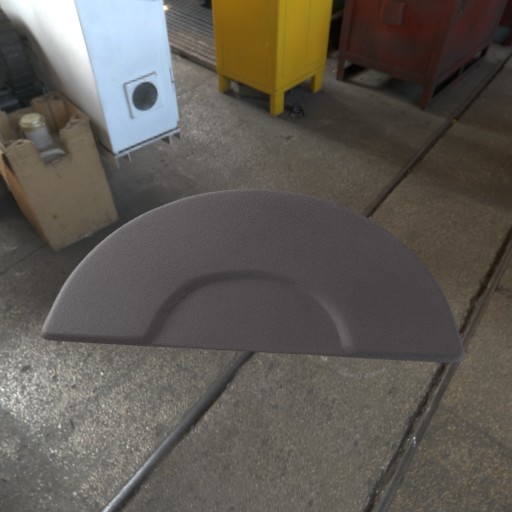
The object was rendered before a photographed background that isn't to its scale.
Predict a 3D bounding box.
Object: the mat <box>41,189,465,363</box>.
[{"bbox_3d":[0.000,0.000,1.869,1.525,0.022,0.917,3,47,2],"label":"mat"}]
